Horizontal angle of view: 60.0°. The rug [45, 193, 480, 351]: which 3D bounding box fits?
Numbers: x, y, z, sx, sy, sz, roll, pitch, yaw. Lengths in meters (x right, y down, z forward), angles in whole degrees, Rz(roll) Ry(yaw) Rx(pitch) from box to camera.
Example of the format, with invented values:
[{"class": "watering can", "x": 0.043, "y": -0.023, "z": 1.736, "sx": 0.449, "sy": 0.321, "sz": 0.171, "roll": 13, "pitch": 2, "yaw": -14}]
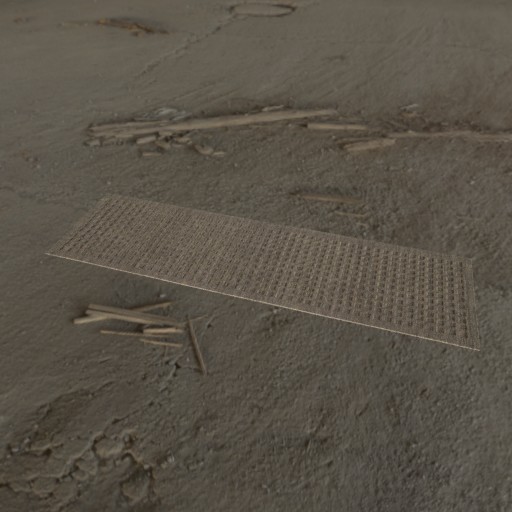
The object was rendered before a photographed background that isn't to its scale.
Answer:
[{"class": "rug", "x": 0.000, "y": 0.000, "z": 2.635, "sx": 2.443, "sy": 0.009, "sz": 0.706, "roll": 11, "pitch": 41, "yaw": 13}]
